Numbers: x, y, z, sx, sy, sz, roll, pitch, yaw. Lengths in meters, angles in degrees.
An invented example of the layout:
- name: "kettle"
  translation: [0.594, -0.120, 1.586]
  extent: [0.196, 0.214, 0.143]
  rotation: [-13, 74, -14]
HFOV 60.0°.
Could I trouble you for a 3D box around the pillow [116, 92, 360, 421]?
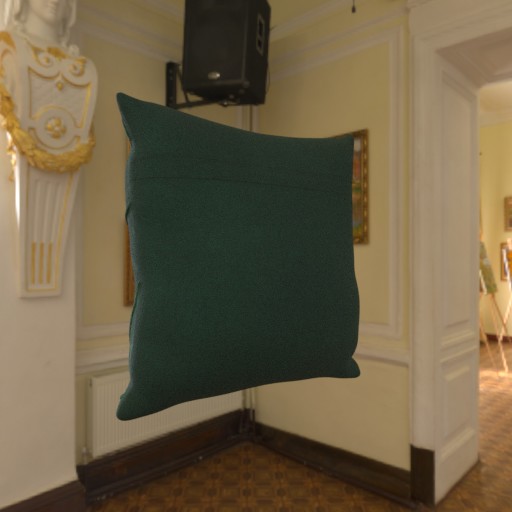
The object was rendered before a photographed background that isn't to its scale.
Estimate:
- name: "pillow"
  translation: [0.000, 0.000, 0.697]
  extent: [0.439, 0.440, 0.184]
  rotation: [0, 0, -33]
